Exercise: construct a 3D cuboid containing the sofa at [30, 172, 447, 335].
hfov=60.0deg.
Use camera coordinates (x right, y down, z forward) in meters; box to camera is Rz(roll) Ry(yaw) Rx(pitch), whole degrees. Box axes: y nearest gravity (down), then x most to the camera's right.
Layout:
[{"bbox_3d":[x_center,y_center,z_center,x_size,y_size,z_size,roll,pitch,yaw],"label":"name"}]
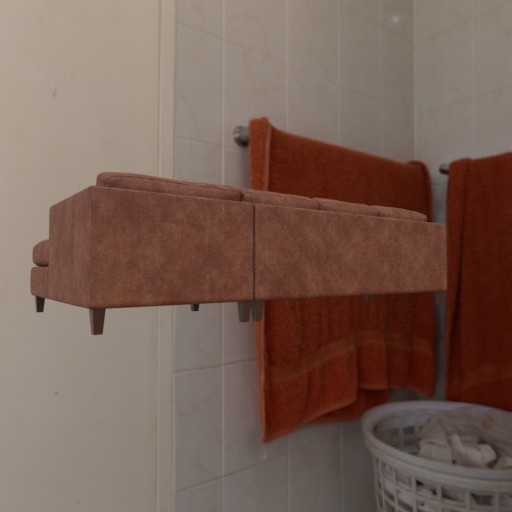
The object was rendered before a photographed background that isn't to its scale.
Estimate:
[{"bbox_3d":[0.000,0.000,3.757,3.203,0.883,1.581,1,-2,-36],"label":"sofa"}]
